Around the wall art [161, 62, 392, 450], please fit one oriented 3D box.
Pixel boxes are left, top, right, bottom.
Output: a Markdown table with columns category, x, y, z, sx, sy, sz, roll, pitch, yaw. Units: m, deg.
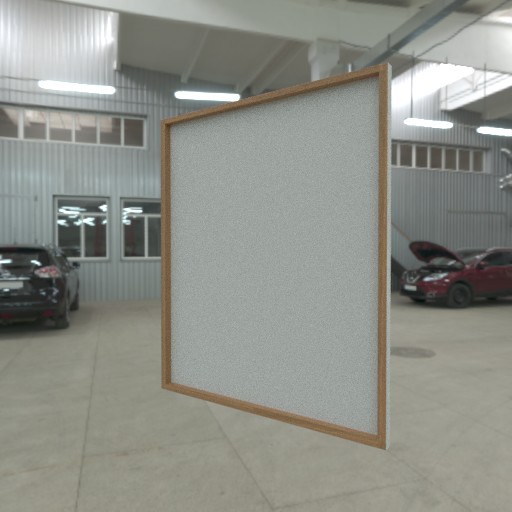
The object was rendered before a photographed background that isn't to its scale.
| category | x | y | z | sx | sy | sz | roll | pitch | yaw |
| --- | --- | --- | --- | --- | --- | --- | --- | --- | --- |
| wall art | 0.000 | 0.000 | 1.000 | 0.609 | 0.710 | 0.021 | 1 | 1 | 36 |
